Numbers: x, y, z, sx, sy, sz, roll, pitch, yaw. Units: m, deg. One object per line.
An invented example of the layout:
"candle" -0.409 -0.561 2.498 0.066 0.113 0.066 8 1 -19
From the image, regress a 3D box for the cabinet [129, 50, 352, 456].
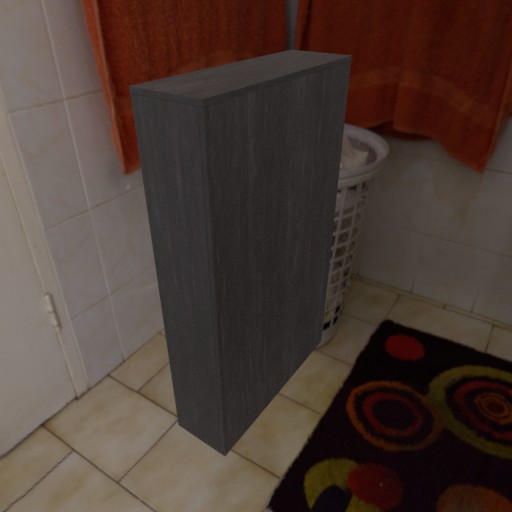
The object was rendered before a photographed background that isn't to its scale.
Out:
"cabinet" 0.000 0.000 1.618 0.250 1.280 0.750 21 38 29
